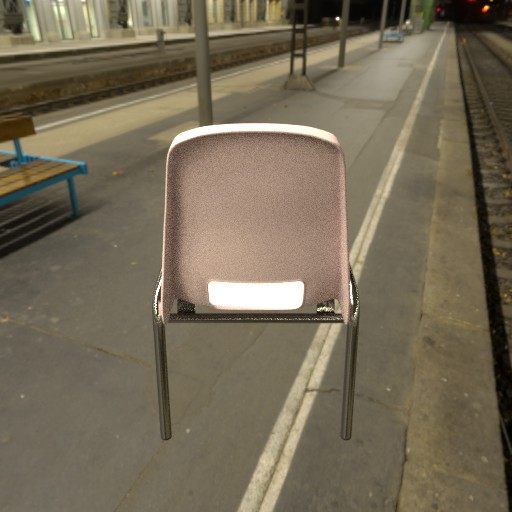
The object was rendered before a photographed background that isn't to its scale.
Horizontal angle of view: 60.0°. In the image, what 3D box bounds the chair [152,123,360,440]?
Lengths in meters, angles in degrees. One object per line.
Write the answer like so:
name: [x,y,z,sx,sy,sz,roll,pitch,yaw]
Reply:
chair: [0.000,0.000,0.784,0.354,0.537,0.385,0,29,0]
